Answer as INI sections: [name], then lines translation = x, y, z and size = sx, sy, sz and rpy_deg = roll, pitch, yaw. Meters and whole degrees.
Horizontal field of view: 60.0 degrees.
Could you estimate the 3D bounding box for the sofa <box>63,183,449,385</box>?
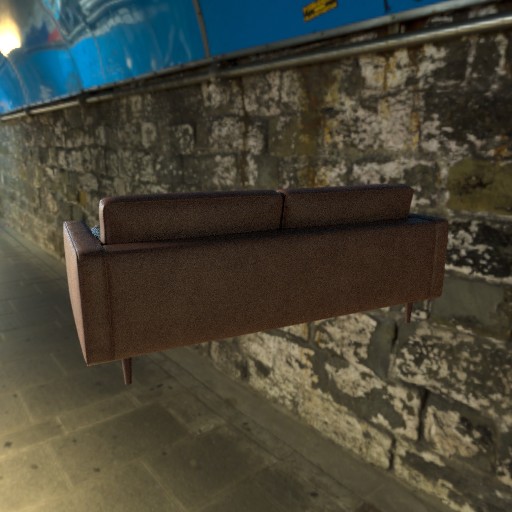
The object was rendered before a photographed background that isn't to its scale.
[sofa]
translation = 0.000, 0.000, 2.389
size = 1.870, 0.760, 0.910
rpy_deg = -6, 15, -25
